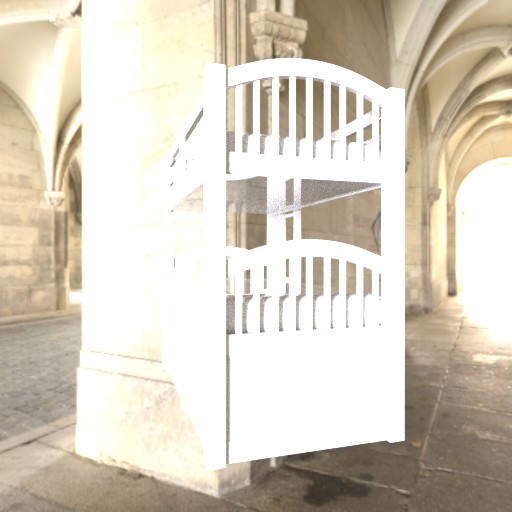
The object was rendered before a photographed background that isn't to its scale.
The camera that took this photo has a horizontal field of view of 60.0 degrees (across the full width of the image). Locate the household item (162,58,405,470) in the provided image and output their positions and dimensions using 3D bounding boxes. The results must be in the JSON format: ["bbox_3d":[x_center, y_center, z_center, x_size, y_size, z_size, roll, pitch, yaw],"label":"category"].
[{"bbox_3d":[0.000,0.000,3.243,1.143,2.032,2.032,0,0,-18],"label":"household item"}]
